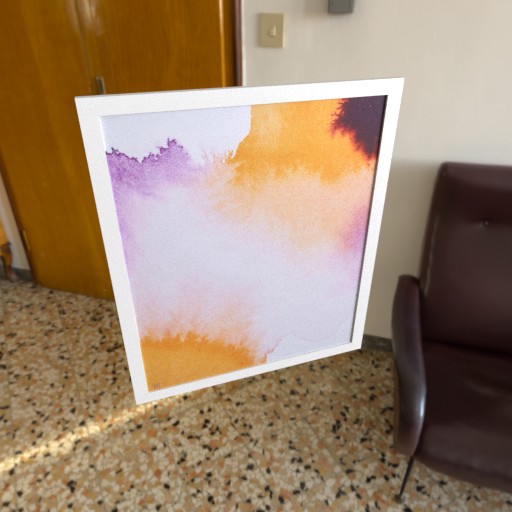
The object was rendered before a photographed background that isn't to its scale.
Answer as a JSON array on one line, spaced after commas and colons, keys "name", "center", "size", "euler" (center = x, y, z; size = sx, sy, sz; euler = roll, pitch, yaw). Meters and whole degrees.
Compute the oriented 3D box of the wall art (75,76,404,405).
[{"name": "wall art", "center": [0.000, 0.000, 0.767], "size": [0.482, 0.557, 0.012], "euler": [-10, 32, -16]}]
